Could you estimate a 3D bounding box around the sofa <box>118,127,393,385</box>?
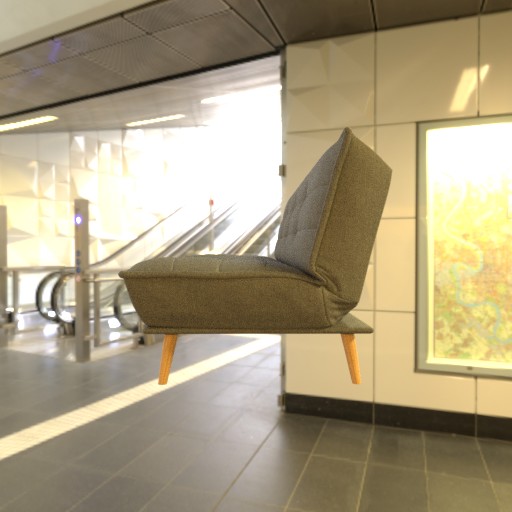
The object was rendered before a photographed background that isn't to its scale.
[{"bbox_3d":[0.000,0.000,2.428,0.950,0.890,1.940,0,1,-1],"label":"sofa"}]
